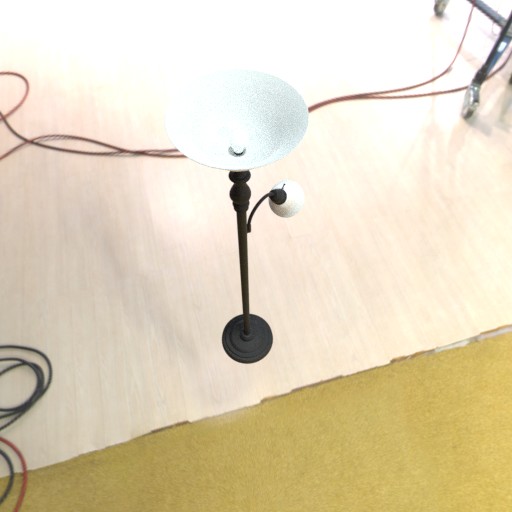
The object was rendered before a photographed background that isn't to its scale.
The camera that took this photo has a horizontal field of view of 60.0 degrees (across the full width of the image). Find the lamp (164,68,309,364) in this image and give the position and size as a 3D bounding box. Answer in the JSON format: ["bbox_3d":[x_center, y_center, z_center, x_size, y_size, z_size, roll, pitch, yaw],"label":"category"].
[{"bbox_3d":[0.000,0.000,2.051,0.405,1.793,0.588,32,64,18],"label":"lamp"}]
